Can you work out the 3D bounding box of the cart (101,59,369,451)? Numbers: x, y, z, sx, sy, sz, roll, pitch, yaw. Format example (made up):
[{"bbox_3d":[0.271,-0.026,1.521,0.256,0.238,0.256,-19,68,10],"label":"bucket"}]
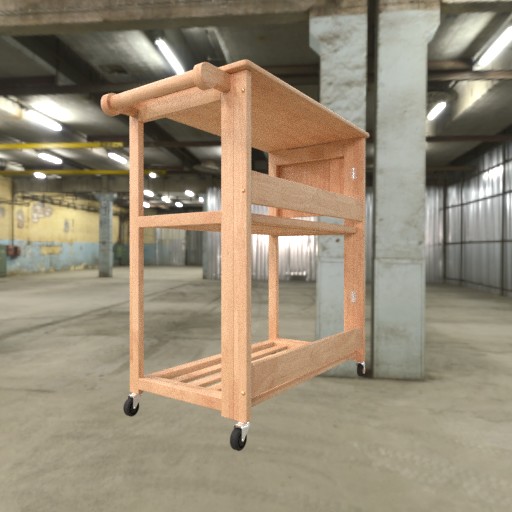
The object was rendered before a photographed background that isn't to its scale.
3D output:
[{"bbox_3d":[0.000,0.000,1.387,0.432,0.879,0.853,0,0,35],"label":"cart"}]
